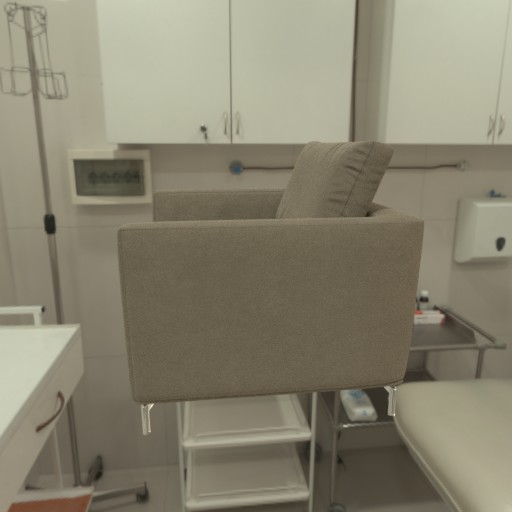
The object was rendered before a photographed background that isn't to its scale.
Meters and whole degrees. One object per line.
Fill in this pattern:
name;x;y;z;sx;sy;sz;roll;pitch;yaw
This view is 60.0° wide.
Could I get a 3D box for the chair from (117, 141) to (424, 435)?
chair;0.000;0.000;1.707;0.889;0.864;1.041;-2;14;-7
